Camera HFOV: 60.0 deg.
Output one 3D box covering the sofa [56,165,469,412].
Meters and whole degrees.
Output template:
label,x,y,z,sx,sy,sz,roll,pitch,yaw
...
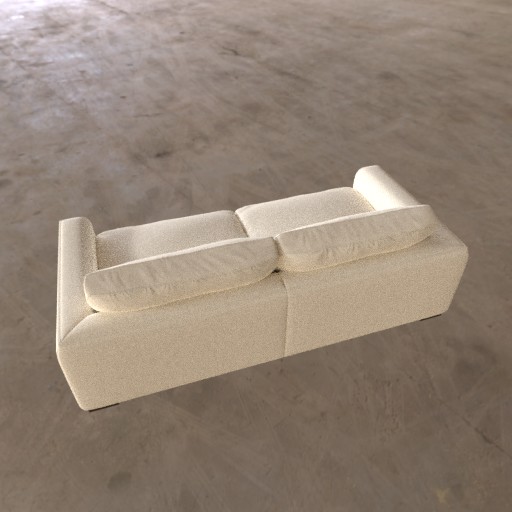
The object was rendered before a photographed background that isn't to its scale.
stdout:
label,x,y,z,sx,sy,sz,roll,pitch,yaw
sofa,0.000,0.000,2.722,2.262,0.801,1.070,-12,42,-14
